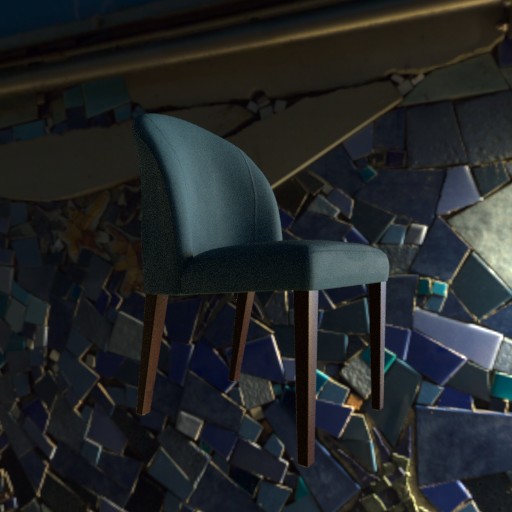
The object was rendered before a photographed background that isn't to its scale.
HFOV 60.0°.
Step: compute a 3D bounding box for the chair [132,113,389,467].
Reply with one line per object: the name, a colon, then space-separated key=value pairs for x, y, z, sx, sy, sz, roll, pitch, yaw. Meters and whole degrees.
chair: x=0.000 y=0.000 z=1.256 sx=0.620 sy=0.879 sz=0.507 roll=0 pitch=0 yaw=36
